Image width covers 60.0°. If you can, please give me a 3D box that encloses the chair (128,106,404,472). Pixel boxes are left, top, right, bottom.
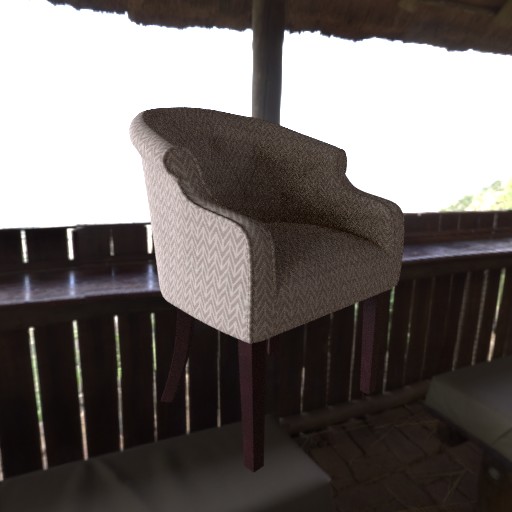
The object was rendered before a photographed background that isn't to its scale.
[{"bbox_3d":[0.000,0.000,1.287,0.686,0.858,0.613,-12,18,-43],"label":"chair"}]
